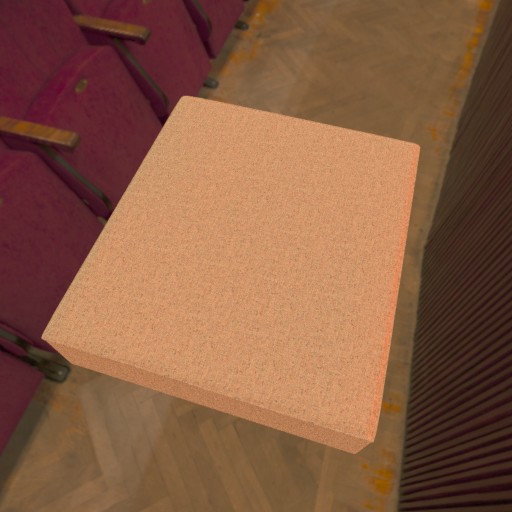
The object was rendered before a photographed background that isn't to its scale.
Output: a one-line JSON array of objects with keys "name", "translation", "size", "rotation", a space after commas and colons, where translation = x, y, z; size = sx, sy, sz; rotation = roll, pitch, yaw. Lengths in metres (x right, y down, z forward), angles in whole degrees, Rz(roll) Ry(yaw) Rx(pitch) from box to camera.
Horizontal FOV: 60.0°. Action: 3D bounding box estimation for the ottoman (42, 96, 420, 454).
[{"name": "ottoman", "translation": [0.000, 0.000, 1.234], "size": [0.736, 0.303, 0.835], "rotation": [15, 60, 9]}]
